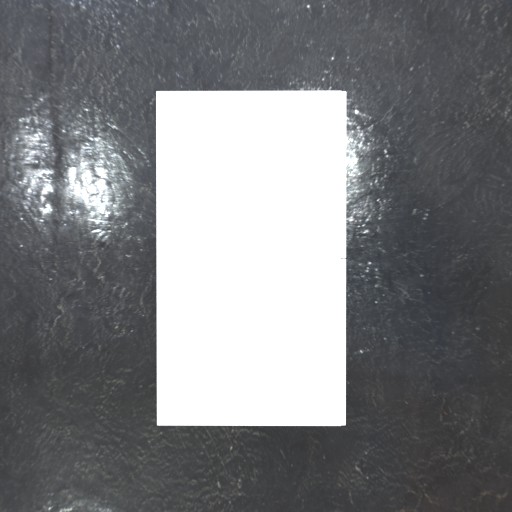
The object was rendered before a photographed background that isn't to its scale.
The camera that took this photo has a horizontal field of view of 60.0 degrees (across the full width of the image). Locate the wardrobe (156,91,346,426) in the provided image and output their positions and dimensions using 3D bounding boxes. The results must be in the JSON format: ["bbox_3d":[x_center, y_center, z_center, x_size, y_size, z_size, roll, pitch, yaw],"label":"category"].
[{"bbox_3d":[0.000,0.000,2.213,0.577,1.808,0.991,0,91,0],"label":"wardrobe"}]
